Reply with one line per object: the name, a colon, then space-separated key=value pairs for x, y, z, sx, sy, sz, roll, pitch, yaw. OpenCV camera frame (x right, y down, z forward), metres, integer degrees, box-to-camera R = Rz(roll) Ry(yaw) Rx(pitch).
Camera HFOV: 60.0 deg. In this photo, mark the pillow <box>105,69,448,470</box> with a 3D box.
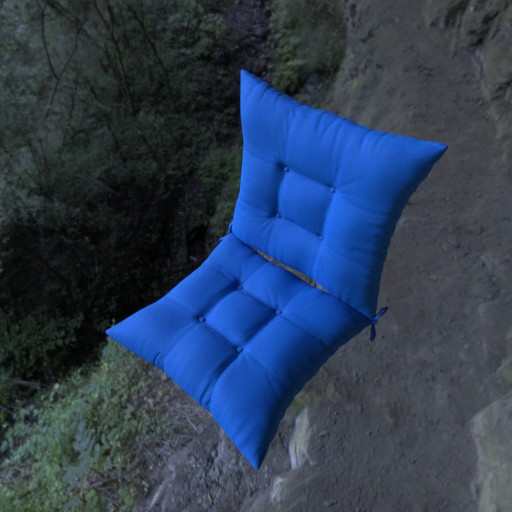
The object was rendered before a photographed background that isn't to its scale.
pillow: x=0.000 y=0.000 z=0.987 sx=0.541 sy=0.536 sz=0.585 roll=32 pitch=55 yaw=26
